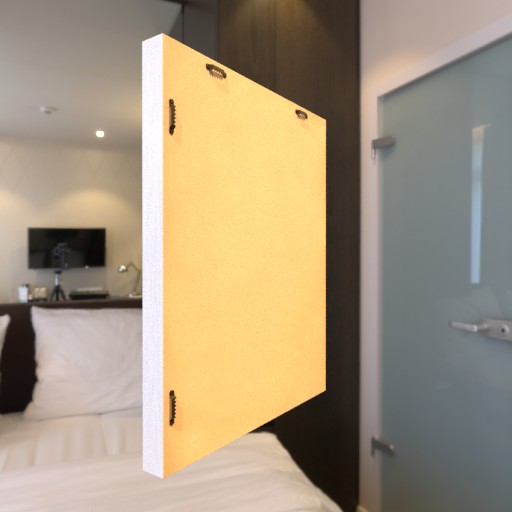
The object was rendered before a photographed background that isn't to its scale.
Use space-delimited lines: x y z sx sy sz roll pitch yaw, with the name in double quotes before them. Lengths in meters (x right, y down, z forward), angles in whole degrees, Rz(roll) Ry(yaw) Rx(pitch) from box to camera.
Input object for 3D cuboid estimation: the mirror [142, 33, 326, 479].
"mirror" 0.000 0.000 0.678 0.041 0.509 0.406 0 0 36
